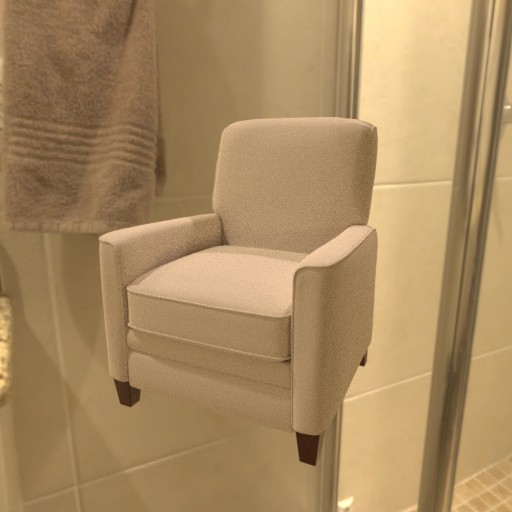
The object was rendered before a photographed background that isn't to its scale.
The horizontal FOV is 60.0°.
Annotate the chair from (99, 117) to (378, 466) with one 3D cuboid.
[{"bbox_3d":[0.000,0.000,1.668,0.841,1.028,0.858,7,16,25],"label":"chair"}]
